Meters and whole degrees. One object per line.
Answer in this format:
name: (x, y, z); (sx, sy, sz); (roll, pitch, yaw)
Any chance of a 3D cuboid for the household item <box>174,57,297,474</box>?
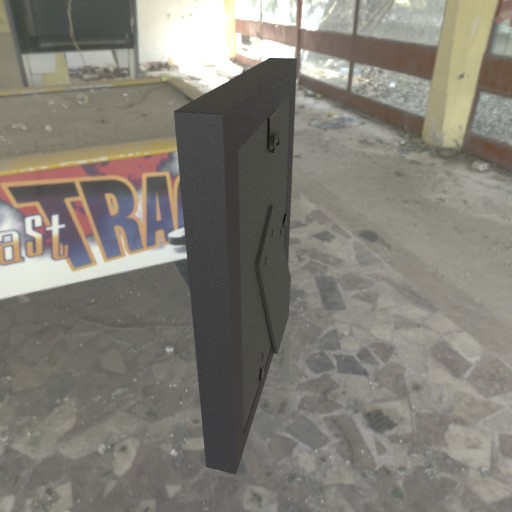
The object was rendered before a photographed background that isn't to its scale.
household item: (0.000, 0.000, 0.234); (0.022, 0.178, 0.133); (7, 31, 12)
